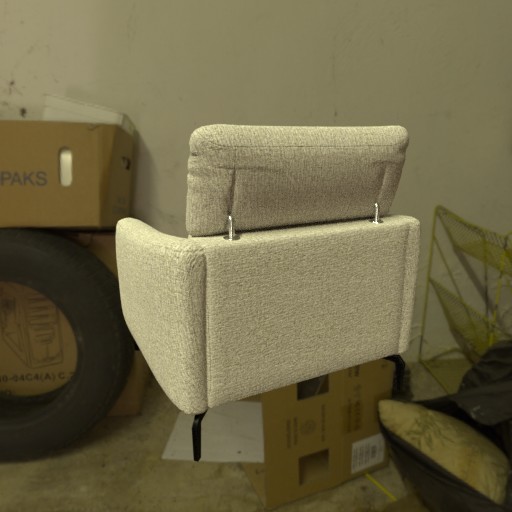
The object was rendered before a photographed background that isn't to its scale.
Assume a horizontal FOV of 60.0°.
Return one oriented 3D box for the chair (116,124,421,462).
[{"bbox_3d":[0.000,0.000,1.725,0.972,0.967,0.835,-8,17,-26],"label":"chair"}]
